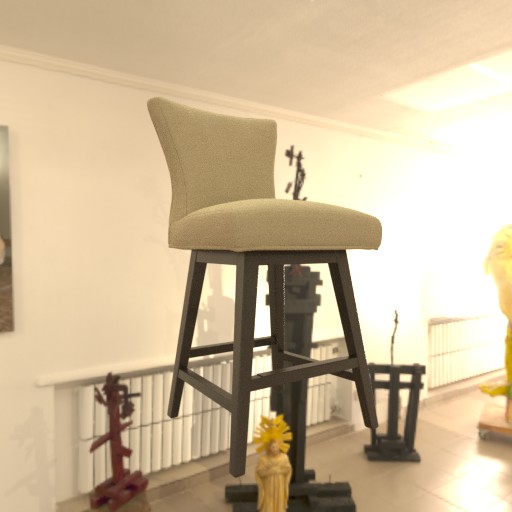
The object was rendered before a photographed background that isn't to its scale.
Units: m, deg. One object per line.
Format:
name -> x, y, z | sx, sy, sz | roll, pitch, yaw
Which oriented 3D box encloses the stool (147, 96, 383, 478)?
stool -> 0.000, 0.000, 1.360 | 0.514, 1.000, 0.574 | -1, 2, -35
